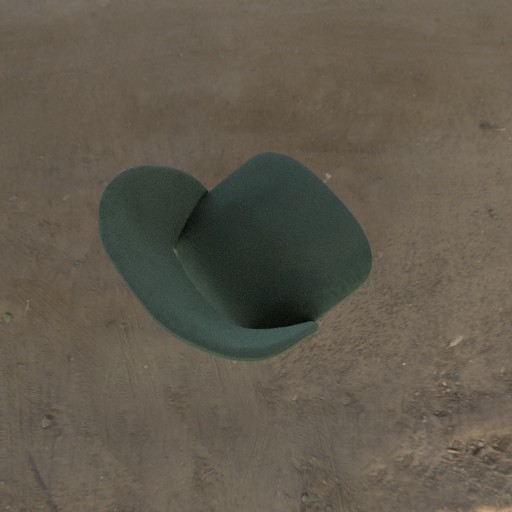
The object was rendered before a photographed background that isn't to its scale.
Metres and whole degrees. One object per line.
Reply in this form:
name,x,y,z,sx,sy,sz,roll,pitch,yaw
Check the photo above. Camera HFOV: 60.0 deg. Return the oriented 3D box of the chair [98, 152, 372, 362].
chair,0.000,0.000,1.233,0.577,0.860,0.527,-37,77,-10
